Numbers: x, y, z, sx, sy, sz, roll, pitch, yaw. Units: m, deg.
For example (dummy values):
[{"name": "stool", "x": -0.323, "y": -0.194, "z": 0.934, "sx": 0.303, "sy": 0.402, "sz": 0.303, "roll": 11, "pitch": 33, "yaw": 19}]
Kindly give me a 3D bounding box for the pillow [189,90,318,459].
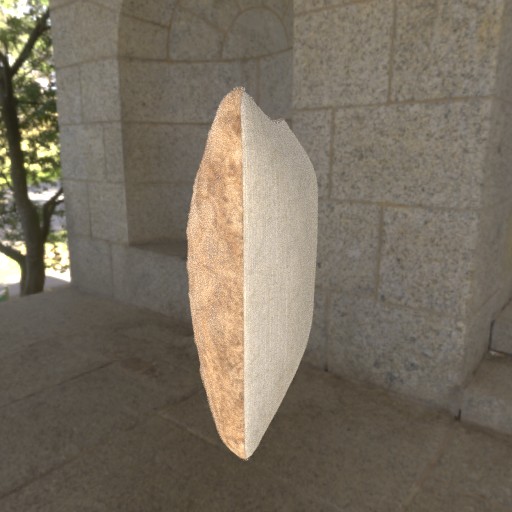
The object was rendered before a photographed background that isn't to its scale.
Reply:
[{"name": "pillow", "x": 0.000, "y": 0.000, "z": 0.819, "sx": 0.216, "sy": 0.525, "sz": 0.538, "roll": 2, "pitch": 13, "yaw": 10}]
